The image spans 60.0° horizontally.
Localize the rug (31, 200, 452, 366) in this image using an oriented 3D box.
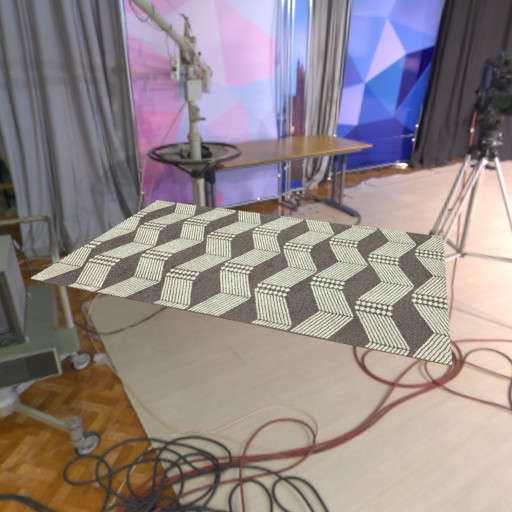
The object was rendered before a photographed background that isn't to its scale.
[{"bbox_3d":[0.000,0.000,3.026,2.435,0.011,1.517,9,28,17],"label":"rug"}]
